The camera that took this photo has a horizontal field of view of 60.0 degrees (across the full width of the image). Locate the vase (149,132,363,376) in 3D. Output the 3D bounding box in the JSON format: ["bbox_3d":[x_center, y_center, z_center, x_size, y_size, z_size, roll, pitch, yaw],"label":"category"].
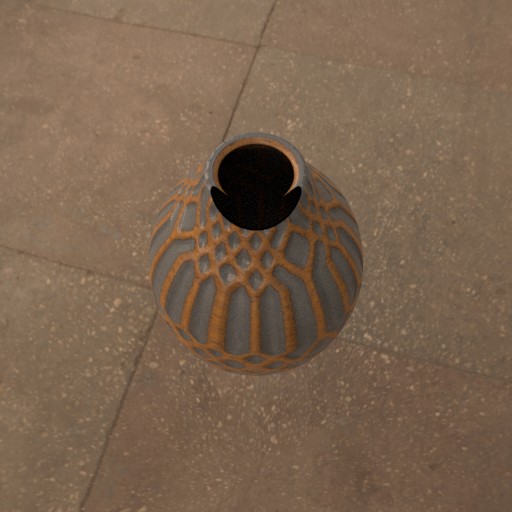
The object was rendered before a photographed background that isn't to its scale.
[{"bbox_3d":[0.000,0.000,0.141,0.069,0.088,0.069,0,63,0],"label":"vase"}]
